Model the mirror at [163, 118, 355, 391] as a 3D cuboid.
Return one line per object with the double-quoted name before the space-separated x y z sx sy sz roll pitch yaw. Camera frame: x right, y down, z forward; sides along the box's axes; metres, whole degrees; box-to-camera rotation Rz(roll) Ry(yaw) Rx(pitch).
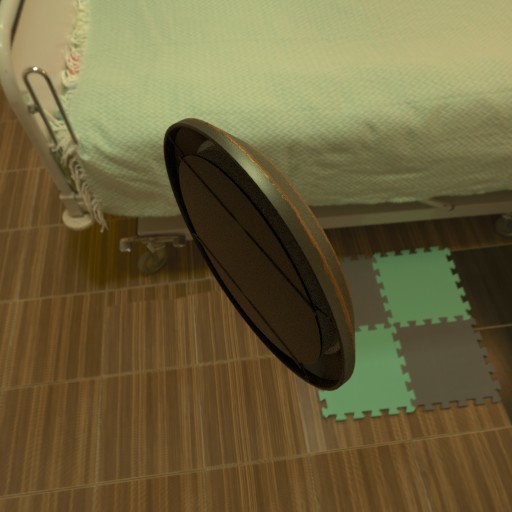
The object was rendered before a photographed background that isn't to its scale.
"mirror" 0.000 0.000 1.376 0.111 0.907 0.907 -32 64 -18
